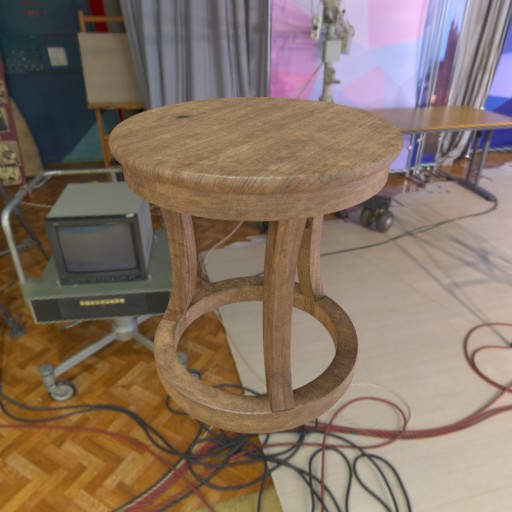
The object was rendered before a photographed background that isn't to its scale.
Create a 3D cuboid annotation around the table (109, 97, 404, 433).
[{"bbox_3d":[0.000,0.000,0.789,0.432,0.460,0.432,0,31,0],"label":"table"}]
